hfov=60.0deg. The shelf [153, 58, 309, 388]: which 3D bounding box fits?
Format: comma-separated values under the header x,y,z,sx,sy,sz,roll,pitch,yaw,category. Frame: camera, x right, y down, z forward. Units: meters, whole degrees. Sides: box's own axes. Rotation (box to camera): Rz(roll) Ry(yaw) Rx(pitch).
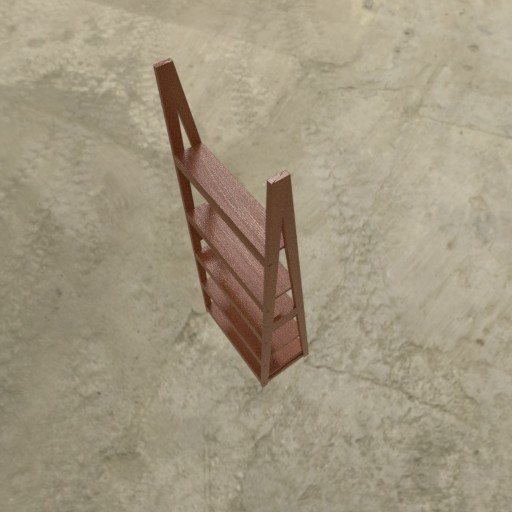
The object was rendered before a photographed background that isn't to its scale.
x,y,z,sx,sy,sz,roll,pitch,yaw,category
0.000,0.000,2.072,0.356,1.780,0.630,-31,62,-19,shelf
